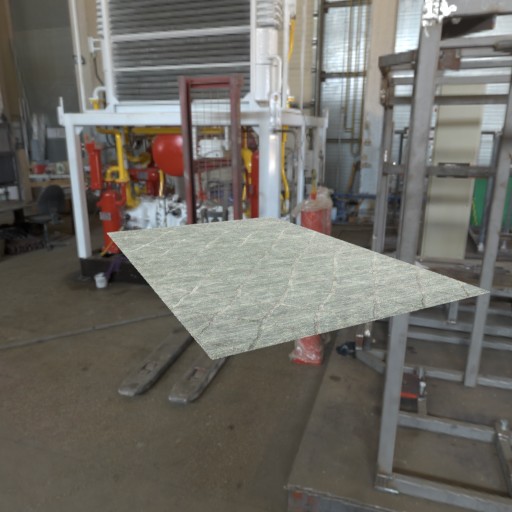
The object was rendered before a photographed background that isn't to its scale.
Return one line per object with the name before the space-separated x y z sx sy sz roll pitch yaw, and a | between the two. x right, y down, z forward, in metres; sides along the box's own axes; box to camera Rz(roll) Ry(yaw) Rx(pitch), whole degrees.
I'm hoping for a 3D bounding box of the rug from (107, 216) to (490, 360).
rug | 0.000 0.000 2.914 1.521 0.006 2.283 -8 18 -26
